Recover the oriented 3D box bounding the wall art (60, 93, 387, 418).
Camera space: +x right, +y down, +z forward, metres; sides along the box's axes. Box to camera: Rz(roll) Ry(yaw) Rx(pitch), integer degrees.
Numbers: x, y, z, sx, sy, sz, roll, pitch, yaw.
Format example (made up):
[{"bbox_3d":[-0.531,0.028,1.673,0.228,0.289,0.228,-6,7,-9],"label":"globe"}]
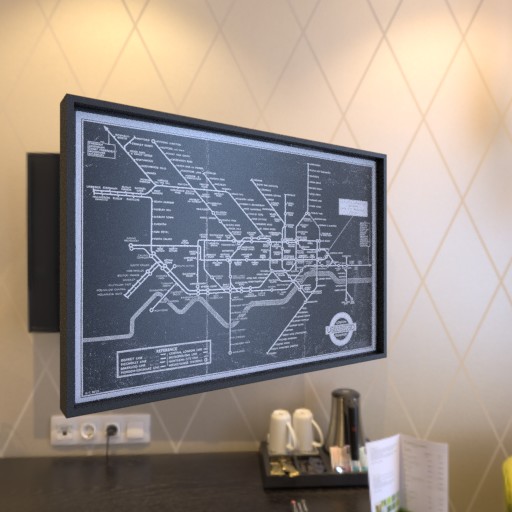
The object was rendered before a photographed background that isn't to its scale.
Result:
[{"bbox_3d":[0.000,0.000,0.827,0.671,0.456,0.051,0,0,-34],"label":"wall art"}]
